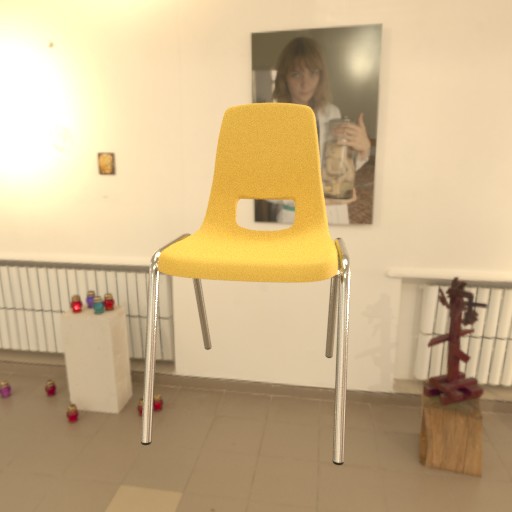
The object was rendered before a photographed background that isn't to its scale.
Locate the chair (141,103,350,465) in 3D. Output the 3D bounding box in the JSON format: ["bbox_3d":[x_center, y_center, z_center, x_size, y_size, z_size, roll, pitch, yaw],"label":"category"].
[{"bbox_3d":[0.000,0.000,0.941,0.381,0.653,0.436,2,14,8],"label":"chair"}]
